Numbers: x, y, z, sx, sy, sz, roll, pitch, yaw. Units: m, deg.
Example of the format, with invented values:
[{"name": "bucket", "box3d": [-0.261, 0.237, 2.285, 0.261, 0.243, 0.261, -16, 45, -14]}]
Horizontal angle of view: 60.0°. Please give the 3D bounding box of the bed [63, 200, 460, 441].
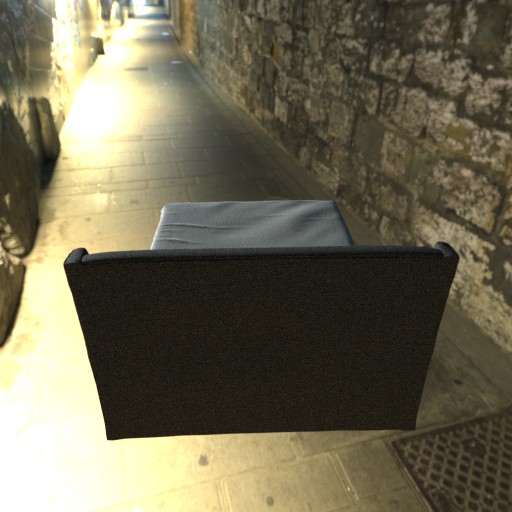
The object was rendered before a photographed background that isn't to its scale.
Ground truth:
[{"name": "bed", "box3d": [0.000, 0.000, 3.394, 1.925, 1.332, 2.276, -1, 31, -2]}]
